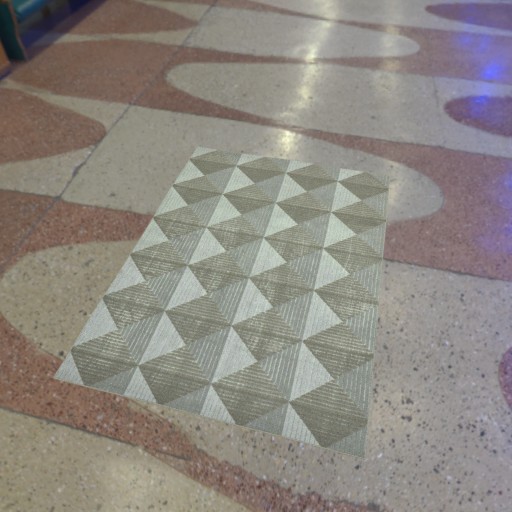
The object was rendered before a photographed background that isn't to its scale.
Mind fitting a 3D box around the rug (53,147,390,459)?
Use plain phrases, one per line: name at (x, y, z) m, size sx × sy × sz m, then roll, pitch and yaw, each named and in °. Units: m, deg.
rug at (0.000, 0.000, 4.365) m, size 2.428 × 0.027 × 3.333 m, roll 11°, pitch 48°, yaw 10°
